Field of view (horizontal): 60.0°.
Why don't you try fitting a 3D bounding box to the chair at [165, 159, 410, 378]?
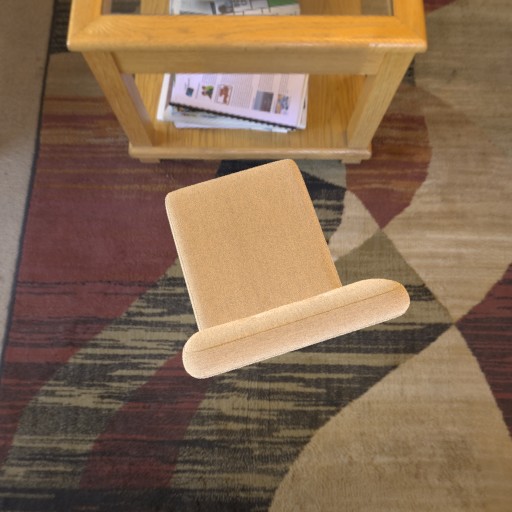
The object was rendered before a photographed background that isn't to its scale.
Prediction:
[{"bbox_3d":[0.000,0.000,1.215,0.435,0.885,0.550,-17,76,-4],"label":"chair"}]
